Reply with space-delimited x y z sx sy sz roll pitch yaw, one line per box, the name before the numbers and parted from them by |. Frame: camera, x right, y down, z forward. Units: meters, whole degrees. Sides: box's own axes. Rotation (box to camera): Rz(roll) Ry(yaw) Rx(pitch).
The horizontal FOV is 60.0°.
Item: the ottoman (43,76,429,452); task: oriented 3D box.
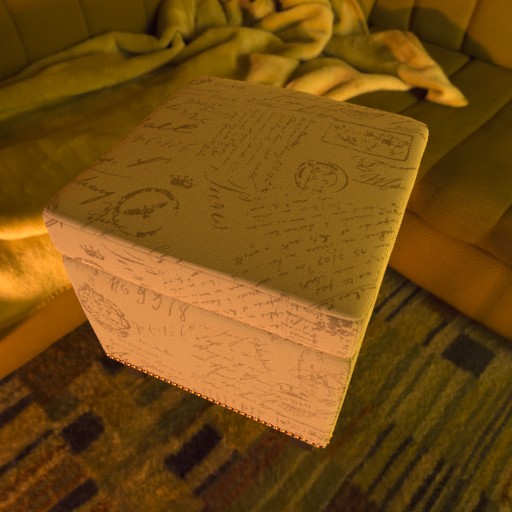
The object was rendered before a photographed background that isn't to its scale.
ottoman | 0.000 0.000 0.805 0.449 0.457 0.450 18 50 16
